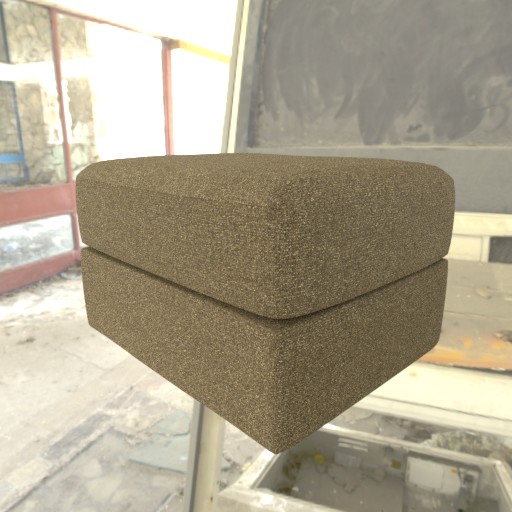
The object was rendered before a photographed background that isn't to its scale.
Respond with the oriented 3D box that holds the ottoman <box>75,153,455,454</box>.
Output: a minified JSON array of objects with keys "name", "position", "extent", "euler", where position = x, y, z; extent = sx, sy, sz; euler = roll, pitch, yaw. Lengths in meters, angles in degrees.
[{"name":"ottoman","position":[0.000,0.000,1.082],"extent":[0.598,0.476,0.742],"euler":[-14,21,-42]}]
